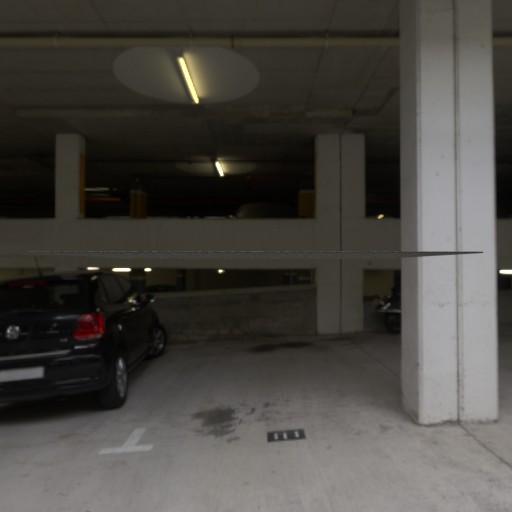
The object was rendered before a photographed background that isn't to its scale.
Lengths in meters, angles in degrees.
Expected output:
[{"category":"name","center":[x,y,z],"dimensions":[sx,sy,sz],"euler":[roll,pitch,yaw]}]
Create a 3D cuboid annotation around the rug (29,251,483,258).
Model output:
[{"category":"rug","center":[0.000,0.000,2.970],"dimensions":[2.235,0.008,1.600],"euler":[0,-1,0]}]
